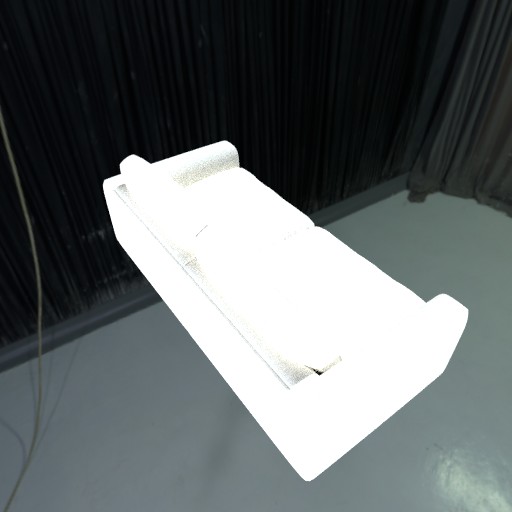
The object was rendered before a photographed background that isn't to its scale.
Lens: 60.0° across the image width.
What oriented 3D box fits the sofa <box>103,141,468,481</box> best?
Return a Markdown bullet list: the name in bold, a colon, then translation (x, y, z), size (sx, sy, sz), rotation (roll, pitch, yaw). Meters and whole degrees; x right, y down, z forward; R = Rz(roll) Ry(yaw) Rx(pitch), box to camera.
- **sofa**: translation (0.000, 0.000, 2.746), size (1.070, 0.801, 2.262), rotation (-26, 48, -26)
